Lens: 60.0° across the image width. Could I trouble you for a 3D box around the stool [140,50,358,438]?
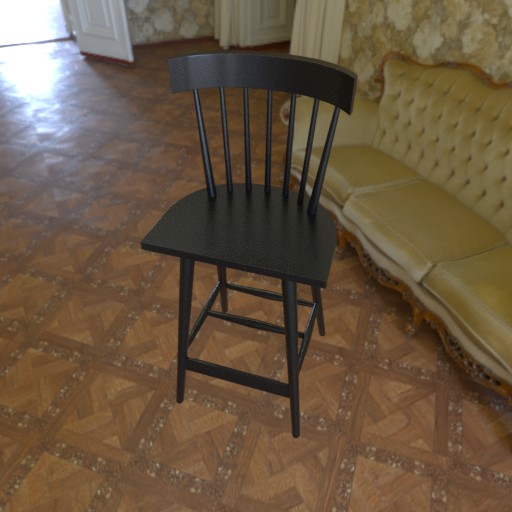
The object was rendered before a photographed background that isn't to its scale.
[{"bbox_3d":[0.000,0.000,1.343,0.482,1.092,0.483,12,42,13],"label":"stool"}]
